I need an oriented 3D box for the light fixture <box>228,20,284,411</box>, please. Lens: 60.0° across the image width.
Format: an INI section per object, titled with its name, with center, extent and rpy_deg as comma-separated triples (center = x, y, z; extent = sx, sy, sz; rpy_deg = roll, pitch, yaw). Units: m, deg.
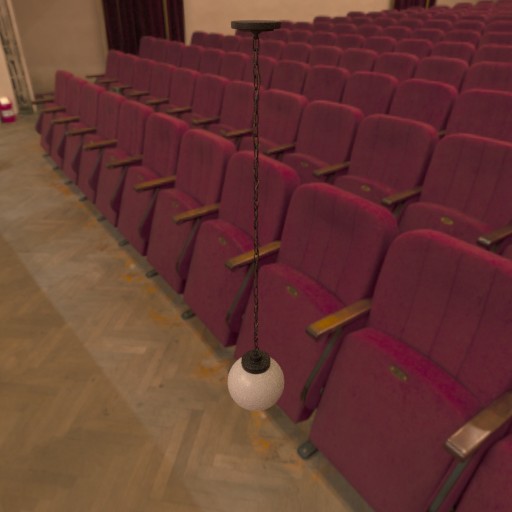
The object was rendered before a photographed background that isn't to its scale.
[light fixture]
center = 0.000, 0.000, 1.993
extent = 0.305, 1.867, 0.304
rpy_deg = -19, 35, -29
